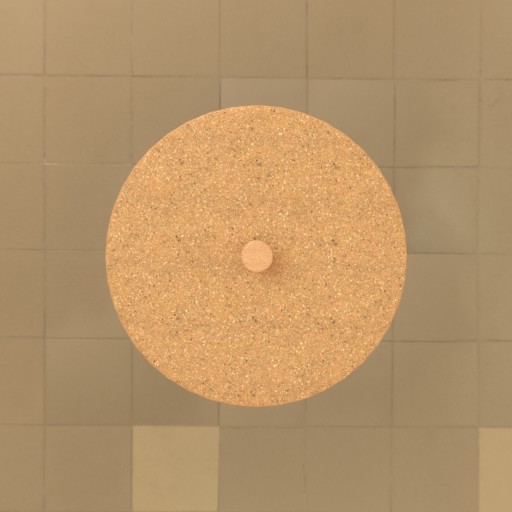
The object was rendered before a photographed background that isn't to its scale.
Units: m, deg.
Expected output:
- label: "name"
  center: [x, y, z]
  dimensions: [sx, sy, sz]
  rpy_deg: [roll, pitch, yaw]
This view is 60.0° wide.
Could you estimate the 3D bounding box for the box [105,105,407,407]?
- label: "box"
  center: [0.000, 0.000, 0.186]
  dimensions: [0.107, 0.094, 0.107]
  rpy_deg: [0, 90, 0]
